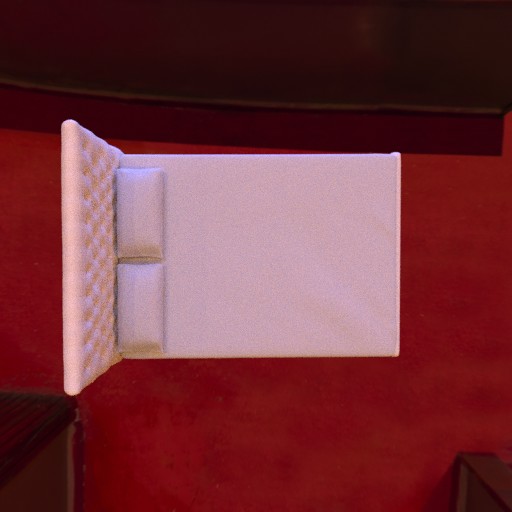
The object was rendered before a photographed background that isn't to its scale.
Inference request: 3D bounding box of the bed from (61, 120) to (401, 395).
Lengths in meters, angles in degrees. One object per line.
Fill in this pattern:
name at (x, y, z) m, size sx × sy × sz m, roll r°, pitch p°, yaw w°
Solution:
bed at (0.000, 0.000, 3.391) m, size 2.387 × 1.427 × 1.698 m, roll 0°, pitch 91°, yaw 0°
